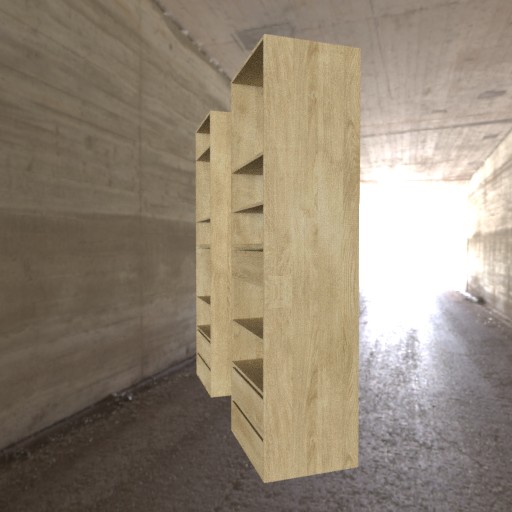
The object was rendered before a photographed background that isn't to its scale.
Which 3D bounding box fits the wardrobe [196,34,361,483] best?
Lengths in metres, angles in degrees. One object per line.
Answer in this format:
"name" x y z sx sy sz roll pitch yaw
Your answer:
"wardrobe" 0.000 0.000 2.888 0.480 2.000 1.770 0 2 -17
